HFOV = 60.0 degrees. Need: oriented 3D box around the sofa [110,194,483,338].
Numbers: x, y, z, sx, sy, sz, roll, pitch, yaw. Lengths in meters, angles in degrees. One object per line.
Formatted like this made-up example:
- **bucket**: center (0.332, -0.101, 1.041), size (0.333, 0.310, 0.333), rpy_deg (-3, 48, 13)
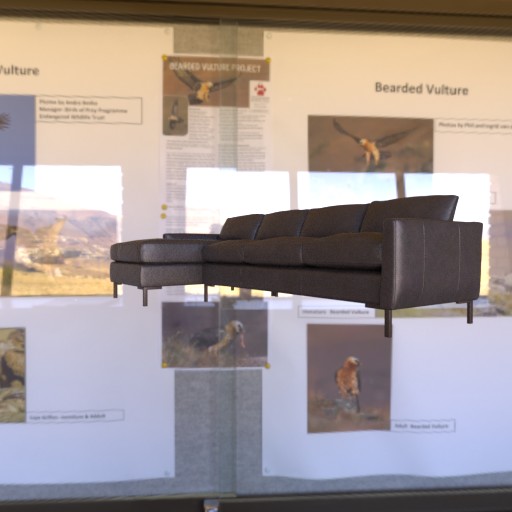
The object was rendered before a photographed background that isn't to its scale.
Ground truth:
- **sofa**: center (0.000, 0.000, 3.626), size (1.471, 0.859, 2.993), rpy_deg (-1, 1, -36)
